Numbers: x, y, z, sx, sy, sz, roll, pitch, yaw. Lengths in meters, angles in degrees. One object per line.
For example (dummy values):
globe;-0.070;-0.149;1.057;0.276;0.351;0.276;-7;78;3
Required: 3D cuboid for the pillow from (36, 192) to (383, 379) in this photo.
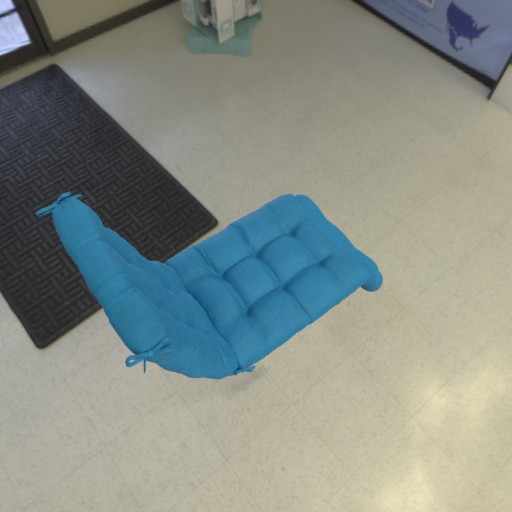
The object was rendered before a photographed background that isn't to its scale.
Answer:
pillow;0.000;0.000;1.500;1.016;0.863;0.526;-32;65;-17
